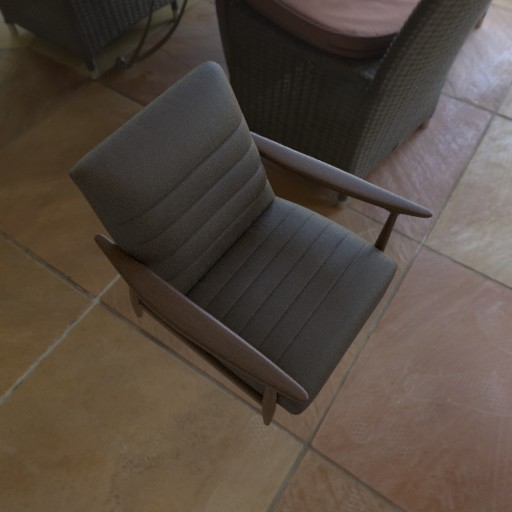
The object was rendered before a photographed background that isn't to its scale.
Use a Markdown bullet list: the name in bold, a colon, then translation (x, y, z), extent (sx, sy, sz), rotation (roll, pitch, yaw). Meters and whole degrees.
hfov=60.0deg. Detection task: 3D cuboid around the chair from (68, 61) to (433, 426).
- **chair**: translation (0.000, 0.000, 1.445), extent (0.798, 0.831, 0.741), rotation (33, 64, 18)
